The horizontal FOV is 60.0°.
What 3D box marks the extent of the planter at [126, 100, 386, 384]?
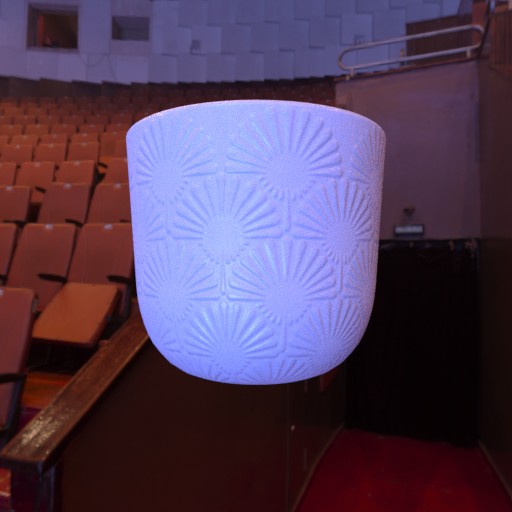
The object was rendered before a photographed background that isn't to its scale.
[{"bbox_3d":[0.000,0.000,0.300,0.170,0.152,0.170,0,-1,0],"label":"planter"}]
